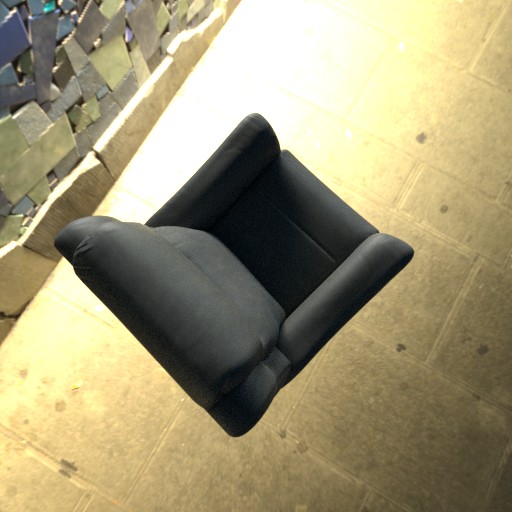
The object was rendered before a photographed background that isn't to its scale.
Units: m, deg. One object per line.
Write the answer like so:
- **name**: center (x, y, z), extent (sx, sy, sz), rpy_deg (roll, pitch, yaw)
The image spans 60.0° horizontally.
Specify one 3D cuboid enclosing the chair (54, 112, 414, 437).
- **chair**: center (0.000, 0.000, 1.897), extent (0.965, 1.116, 1.068), rpy_deg (44, 80, 10)
